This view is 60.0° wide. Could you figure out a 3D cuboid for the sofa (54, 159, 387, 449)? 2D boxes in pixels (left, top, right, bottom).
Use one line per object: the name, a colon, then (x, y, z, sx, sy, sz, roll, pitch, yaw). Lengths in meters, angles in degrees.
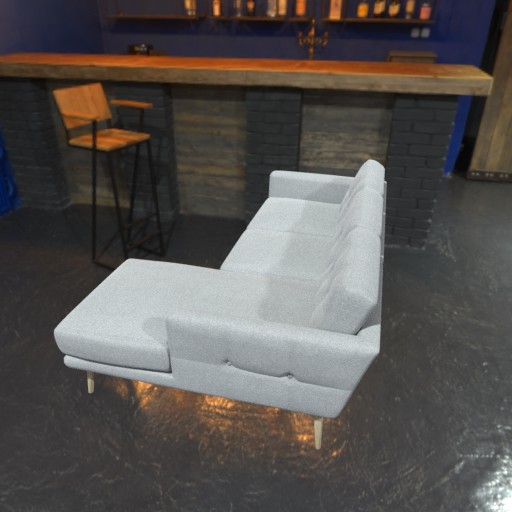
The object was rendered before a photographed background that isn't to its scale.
sofa: (0.000, 0.000, 2.831, 1.530, 0.860, 2.040, 8, 30, 13)
